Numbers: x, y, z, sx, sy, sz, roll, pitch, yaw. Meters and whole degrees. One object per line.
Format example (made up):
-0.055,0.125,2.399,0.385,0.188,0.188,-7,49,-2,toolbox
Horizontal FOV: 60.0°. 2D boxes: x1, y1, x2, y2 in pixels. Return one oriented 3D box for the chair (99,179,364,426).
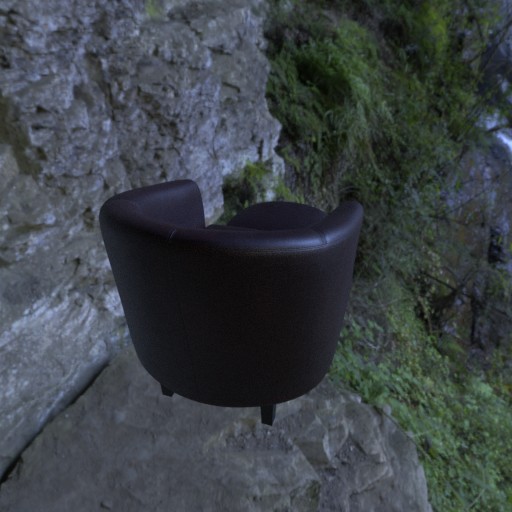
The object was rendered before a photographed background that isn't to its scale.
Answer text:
0.000,0.000,1.646,0.737,0.755,1.176,10,32,16,chair
